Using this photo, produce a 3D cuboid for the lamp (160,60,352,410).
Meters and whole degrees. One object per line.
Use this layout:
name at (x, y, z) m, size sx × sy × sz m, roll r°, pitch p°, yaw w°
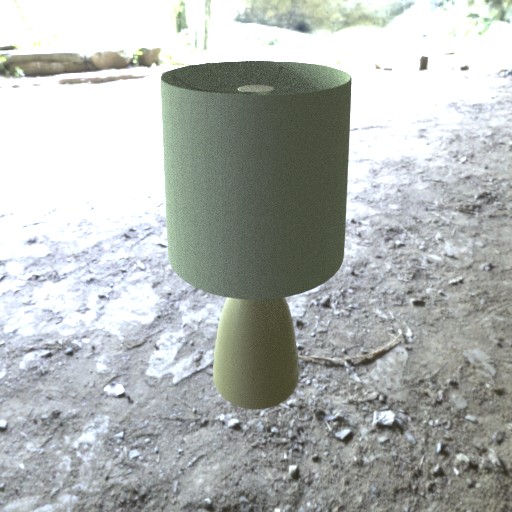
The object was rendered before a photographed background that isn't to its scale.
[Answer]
lamp at (0.000, 0.000, 0.481) m, size 0.186 × 0.369 × 0.186 m, roll 0°, pitch 32°, yaw 0°
